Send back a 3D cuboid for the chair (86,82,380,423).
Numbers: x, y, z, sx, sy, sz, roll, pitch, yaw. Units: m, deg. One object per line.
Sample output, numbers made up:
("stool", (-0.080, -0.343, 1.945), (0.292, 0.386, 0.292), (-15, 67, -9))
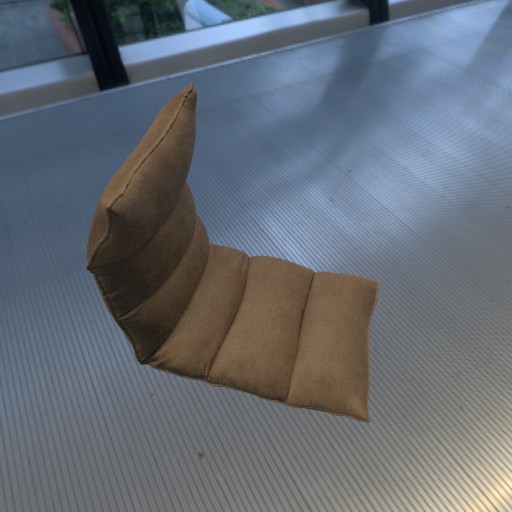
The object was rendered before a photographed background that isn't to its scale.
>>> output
("chair", (0.000, 0.000, 1.589), (0.985, 0.892, 0.714), (11, 47, 11))
